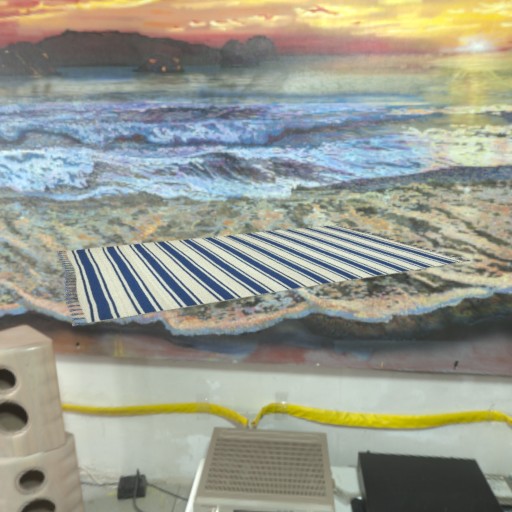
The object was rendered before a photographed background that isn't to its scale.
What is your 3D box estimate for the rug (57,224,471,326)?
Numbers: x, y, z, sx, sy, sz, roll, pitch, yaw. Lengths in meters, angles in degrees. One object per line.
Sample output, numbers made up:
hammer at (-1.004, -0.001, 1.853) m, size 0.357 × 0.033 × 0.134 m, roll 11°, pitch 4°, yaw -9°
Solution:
rug at (0.000, 0.000, 2.593) m, size 2.108 × 0.009 × 1.248 m, roll -7°, pitch 16°, yaw -25°
